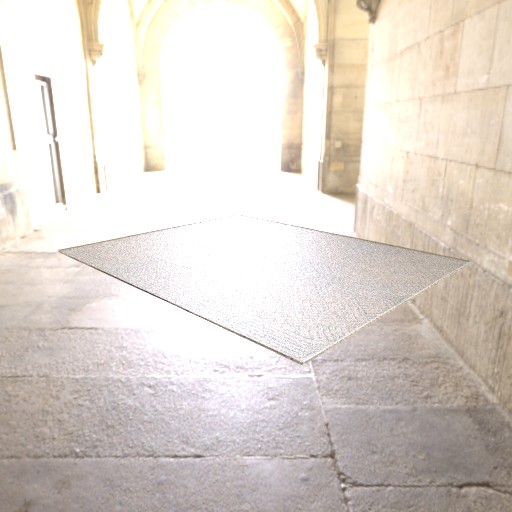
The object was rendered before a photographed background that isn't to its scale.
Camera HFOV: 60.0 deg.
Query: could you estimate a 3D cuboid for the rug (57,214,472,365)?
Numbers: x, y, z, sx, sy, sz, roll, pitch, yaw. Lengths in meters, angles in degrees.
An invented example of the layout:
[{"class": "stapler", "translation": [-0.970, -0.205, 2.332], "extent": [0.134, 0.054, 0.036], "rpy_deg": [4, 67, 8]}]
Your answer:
[{"class": "rug", "translation": [0.000, 0.000, 4.164], "extent": [3.049, 0.015, 2.457], "rpy_deg": [16, 23, 42]}]
